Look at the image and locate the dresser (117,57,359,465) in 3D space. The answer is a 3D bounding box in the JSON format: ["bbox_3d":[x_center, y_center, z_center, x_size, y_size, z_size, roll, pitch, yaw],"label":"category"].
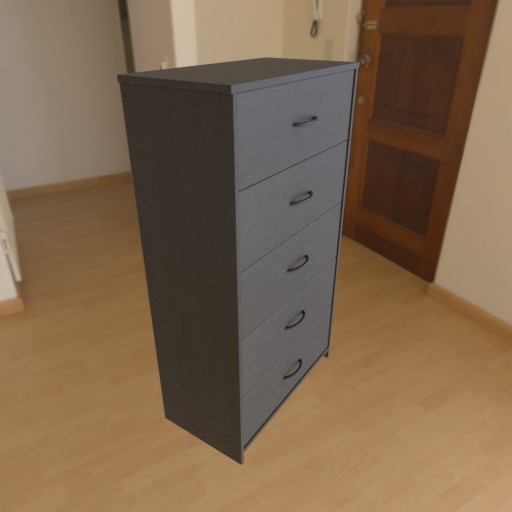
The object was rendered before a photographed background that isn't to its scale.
[{"bbox_3d":[0.000,0.000,1.599,0.399,1.255,0.704,18,33,30],"label":"dresser"}]
